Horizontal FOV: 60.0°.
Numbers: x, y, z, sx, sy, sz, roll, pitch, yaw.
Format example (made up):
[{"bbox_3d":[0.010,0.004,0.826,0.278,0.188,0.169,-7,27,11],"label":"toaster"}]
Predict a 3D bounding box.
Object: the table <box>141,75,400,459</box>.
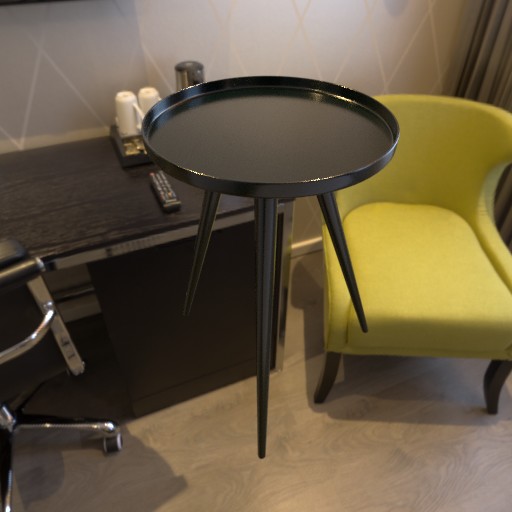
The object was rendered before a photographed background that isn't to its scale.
[{"bbox_3d":[0.000,0.000,0.833,0.415,0.548,0.403,26,46,27],"label":"table"}]
